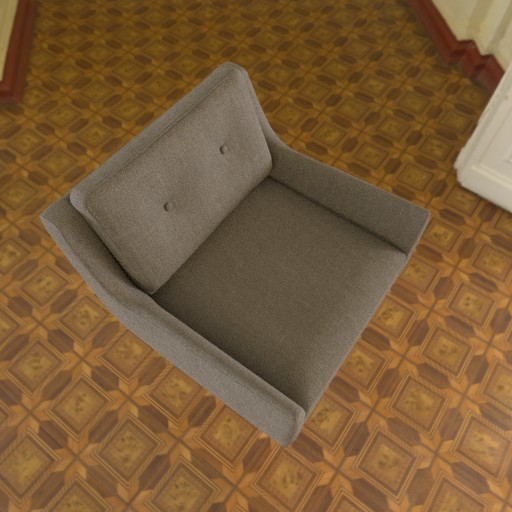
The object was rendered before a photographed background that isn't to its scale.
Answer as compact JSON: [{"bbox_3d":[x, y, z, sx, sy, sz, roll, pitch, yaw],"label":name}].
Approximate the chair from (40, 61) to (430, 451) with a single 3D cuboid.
[{"bbox_3d":[0.000,0.000,1.505,0.849,0.828,0.847,32,64,18],"label":"chair"}]
